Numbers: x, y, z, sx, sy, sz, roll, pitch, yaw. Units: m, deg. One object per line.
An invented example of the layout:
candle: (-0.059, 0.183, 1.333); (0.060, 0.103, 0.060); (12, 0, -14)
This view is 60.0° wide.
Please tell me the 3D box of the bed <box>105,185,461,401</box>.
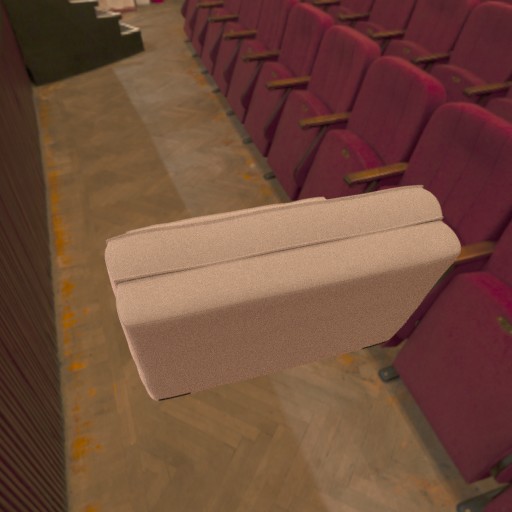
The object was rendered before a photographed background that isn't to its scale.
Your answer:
bed: (0.000, 0.000, 1.354); (0.799, 0.614, 0.749); (-11, 43, -12)
